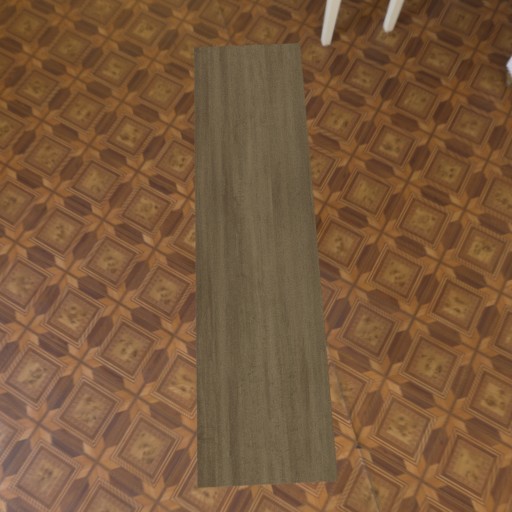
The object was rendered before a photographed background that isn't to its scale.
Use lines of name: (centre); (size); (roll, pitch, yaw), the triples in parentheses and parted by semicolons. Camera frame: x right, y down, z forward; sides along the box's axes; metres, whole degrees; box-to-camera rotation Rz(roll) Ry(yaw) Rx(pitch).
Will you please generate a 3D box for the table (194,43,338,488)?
table: (0.000, 0.000, 1.717); (0.400, 0.530, 1.500); (-2, 74, -1)
